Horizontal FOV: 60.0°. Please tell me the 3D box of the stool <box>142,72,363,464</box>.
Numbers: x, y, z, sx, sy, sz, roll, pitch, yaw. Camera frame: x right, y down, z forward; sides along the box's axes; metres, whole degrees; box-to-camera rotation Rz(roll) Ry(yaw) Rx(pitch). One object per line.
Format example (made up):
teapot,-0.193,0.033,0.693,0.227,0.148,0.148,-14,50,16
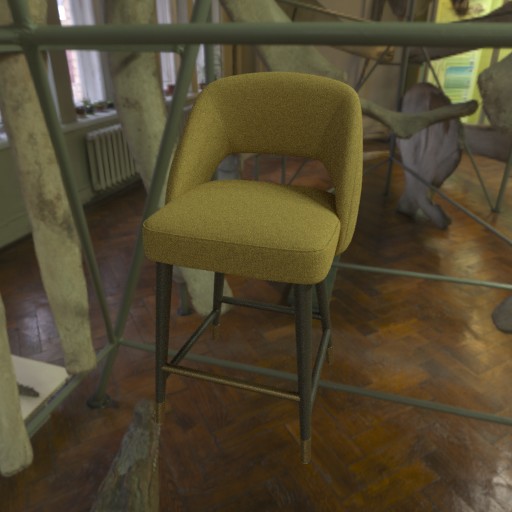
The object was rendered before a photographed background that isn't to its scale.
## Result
stool,0.000,0.000,1.261,0.536,0.939,0.522,8,28,16
